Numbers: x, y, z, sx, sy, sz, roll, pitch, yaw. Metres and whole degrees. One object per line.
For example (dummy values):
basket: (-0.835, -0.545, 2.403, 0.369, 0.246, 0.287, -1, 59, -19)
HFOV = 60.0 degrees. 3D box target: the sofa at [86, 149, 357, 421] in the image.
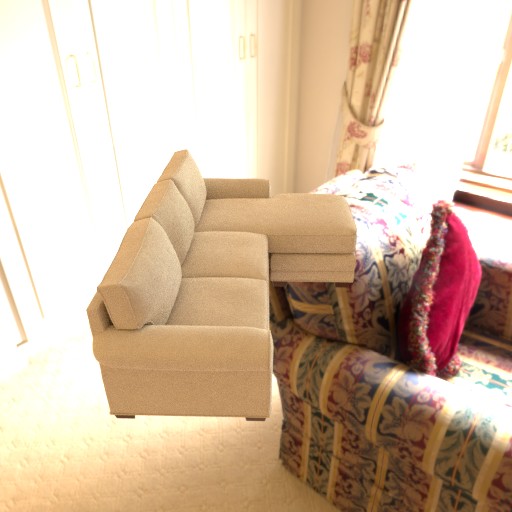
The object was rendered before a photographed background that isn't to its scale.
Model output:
sofa: (0.000, 0.000, 2.428, 1.226, 0.734, 1.770, 1, 31, 1)
